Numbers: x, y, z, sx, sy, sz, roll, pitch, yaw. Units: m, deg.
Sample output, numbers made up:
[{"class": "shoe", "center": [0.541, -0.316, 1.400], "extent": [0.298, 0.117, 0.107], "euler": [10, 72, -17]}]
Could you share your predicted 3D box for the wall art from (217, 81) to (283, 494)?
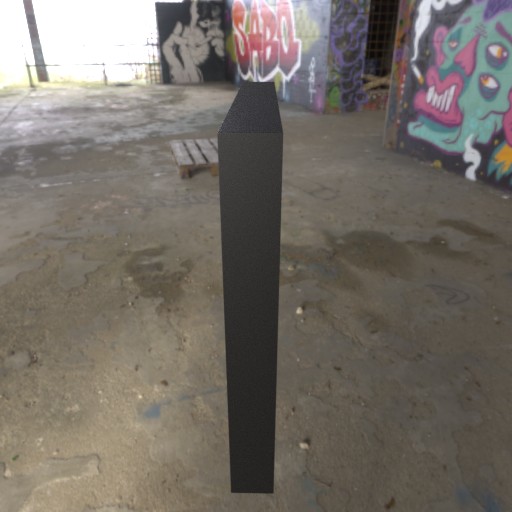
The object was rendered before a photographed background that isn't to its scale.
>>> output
[{"class": "wall art", "center": [0.000, 0.000, 0.448], "extent": [0.037, 0.303, 0.304], "euler": [1, 26, 1]}]
